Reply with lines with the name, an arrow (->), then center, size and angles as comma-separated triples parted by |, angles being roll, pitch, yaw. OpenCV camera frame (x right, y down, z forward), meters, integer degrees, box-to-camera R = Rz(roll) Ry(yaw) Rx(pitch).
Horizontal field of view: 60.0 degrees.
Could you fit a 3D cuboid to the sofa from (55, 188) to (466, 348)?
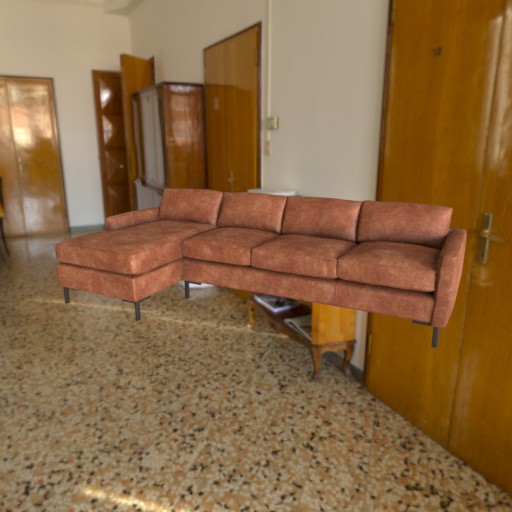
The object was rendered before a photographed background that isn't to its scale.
sofa -> 0.000, 0.000, 3.580 | 2.993, 0.859, 1.471 | 8, 17, 26
